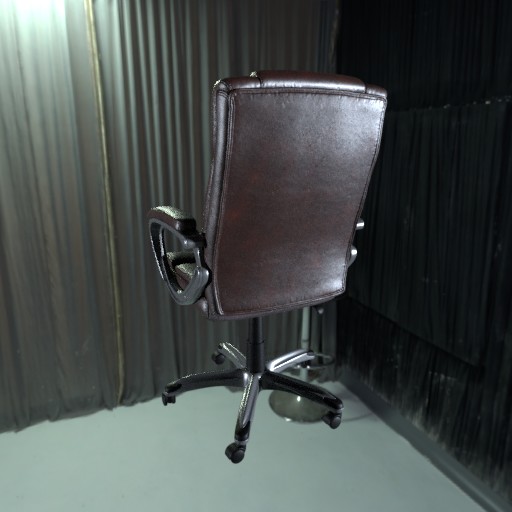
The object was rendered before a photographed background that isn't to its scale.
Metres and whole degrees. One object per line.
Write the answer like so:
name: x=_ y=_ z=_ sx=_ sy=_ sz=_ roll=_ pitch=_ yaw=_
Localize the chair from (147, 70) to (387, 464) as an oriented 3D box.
chair: x=0.000 y=0.000 z=1.543 sx=0.656 sy=1.128 sz=0.692 roll=-8 pitch=17 yaw=-26
